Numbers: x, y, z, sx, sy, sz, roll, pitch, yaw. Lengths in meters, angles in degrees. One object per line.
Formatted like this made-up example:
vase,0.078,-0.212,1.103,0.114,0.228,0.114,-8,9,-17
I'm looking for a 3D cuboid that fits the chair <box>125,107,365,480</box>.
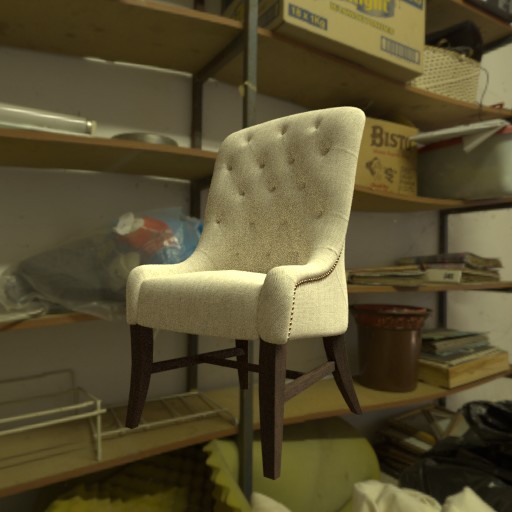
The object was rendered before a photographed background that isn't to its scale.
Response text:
chair,0.000,0.000,1.492,0.634,1.091,0.629,-1,-1,37
